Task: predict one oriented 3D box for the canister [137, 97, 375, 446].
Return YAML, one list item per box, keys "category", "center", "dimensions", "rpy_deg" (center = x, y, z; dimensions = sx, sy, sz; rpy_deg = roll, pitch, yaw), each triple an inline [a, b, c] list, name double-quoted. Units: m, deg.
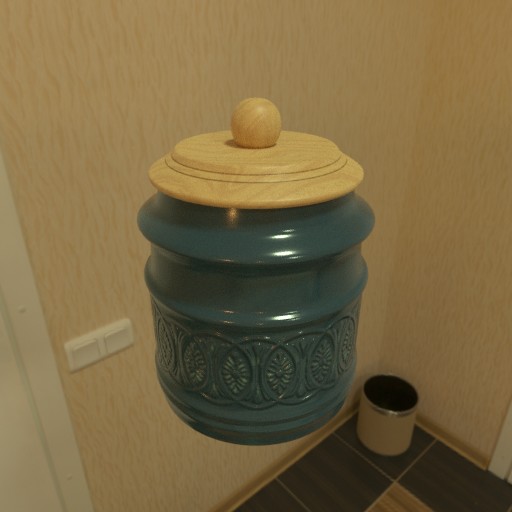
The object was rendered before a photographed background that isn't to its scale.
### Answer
- category: "canister"
  center: [0.000, 0.000, 0.261]
  dimensions: [0.130, 0.176, 0.130]
  rpy_deg: [0, 27, 0]
